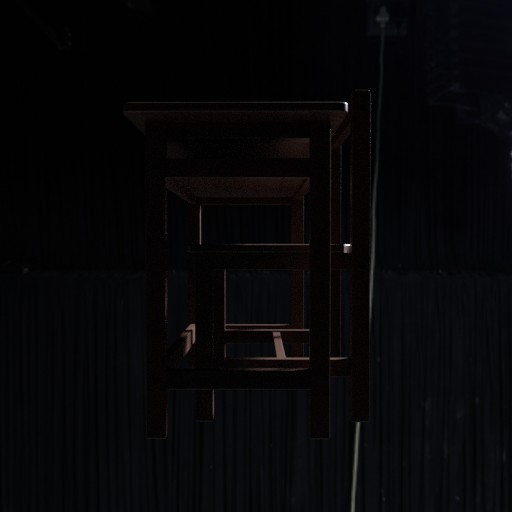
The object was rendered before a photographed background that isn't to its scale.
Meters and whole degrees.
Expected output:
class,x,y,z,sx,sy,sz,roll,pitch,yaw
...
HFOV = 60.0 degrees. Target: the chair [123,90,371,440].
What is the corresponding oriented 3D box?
class,x,y,z,sx,sy,sz,roll,pitch,yaw
chair,0.000,0.000,1.065,0.463,0.673,0.599,0,1,0
